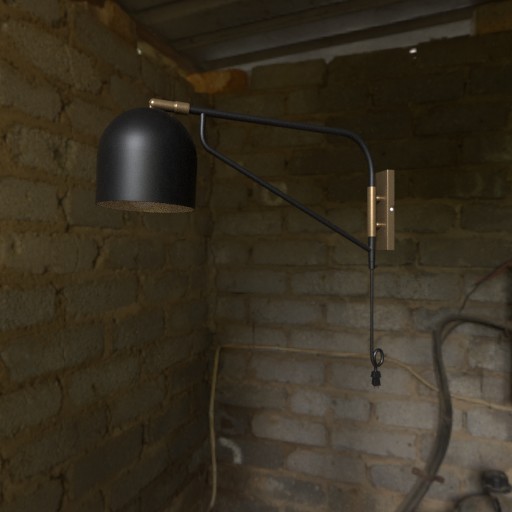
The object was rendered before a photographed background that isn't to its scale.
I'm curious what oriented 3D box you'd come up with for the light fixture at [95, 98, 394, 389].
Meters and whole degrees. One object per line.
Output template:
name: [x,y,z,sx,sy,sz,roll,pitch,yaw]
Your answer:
light fixture: [0.000,0.000,1.056,0.720,0.696,0.215,0,0,-18]
